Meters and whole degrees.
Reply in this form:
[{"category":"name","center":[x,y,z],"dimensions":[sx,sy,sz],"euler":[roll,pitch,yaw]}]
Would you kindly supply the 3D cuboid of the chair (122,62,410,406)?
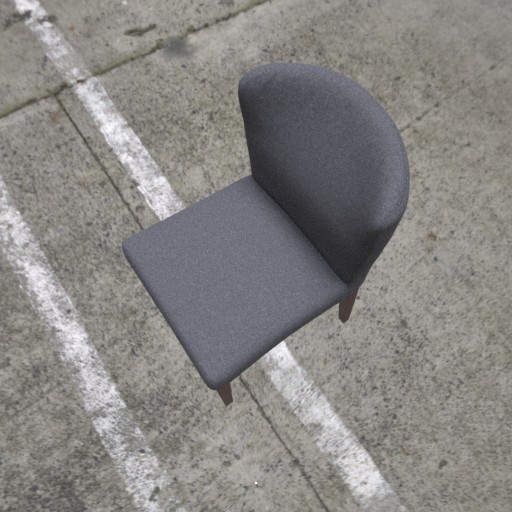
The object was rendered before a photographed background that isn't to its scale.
[{"category":"chair","center":[0.000,0.000,1.213],"dimensions":[0.592,0.839,0.491],"euler":[-32,67,-15]}]
